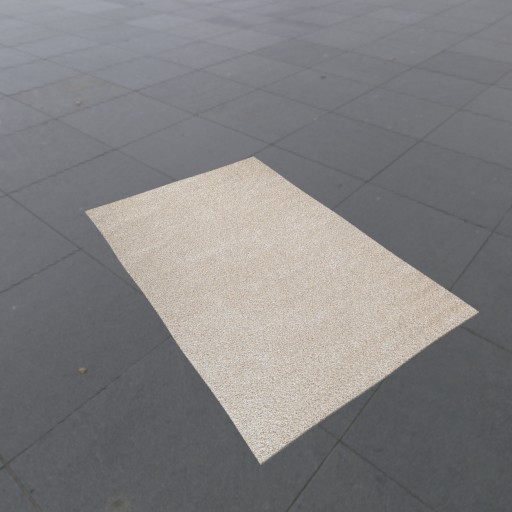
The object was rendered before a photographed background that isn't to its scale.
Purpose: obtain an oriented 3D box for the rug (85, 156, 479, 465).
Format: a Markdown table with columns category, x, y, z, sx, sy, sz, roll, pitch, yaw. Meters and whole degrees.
| category | x | y | z | sx | sy | sz | roll | pitch | yaw |
| --- | --- | --- | --- | --- | --- | --- | --- | --- | --- |
| rug | 0.000 | 0.000 | 3.457 | 1.800 | 0.025 | 2.699 | -24 | 46 | -26 |
